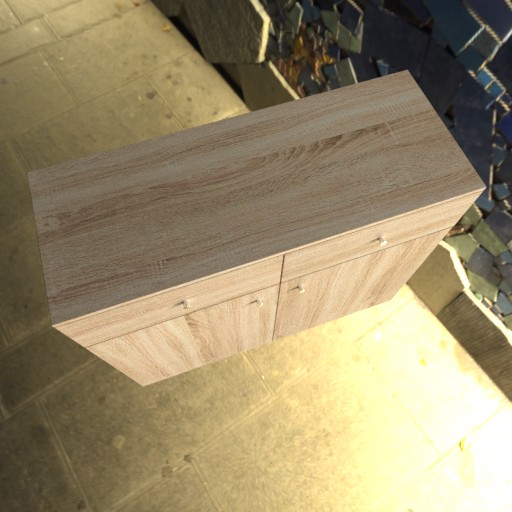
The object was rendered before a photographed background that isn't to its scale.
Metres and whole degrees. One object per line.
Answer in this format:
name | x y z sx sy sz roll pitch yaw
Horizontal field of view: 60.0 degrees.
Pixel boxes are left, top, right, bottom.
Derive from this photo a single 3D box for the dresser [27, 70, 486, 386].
dresser | 0.000 0.000 1.543 1.100 0.900 0.450 -18 66 -8
